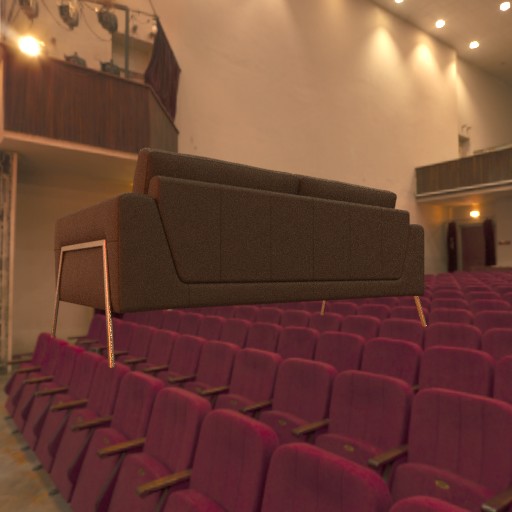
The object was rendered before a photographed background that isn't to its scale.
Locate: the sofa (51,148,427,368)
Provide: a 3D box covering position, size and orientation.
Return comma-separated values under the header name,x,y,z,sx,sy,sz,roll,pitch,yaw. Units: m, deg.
name,x,y,z,sx,sy,sz,roll,pitch,yaw
sofa,0.000,0.000,2.589,2.017,0.875,0.953,2,-3,-37
